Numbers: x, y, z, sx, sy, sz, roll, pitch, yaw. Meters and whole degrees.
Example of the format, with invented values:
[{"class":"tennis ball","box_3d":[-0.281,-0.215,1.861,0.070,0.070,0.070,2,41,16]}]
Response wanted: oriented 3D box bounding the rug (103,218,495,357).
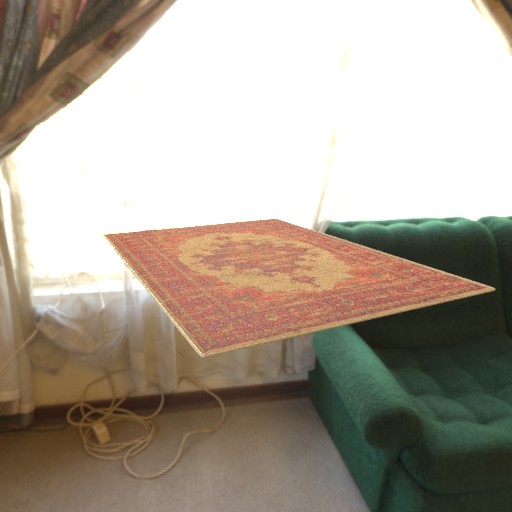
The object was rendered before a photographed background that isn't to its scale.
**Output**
[{"class":"rug","box_3d":[0.000,0.000,2.827,1.555,0.011,2.232,-7,17,-26]}]
